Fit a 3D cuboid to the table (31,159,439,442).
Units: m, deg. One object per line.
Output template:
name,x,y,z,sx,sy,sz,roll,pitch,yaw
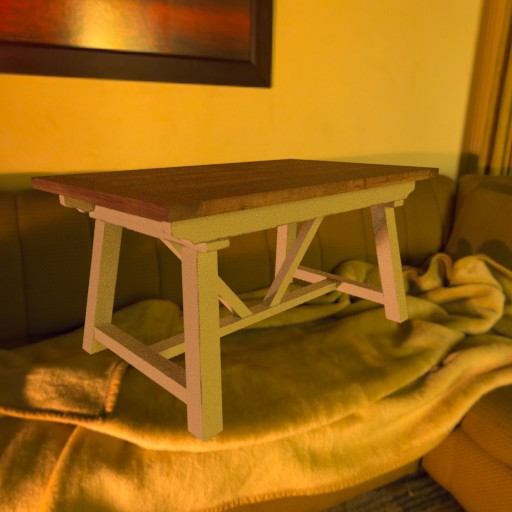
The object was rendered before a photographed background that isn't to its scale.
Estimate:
table,0.000,0.000,1.987,1.503,0.743,0.922,-15,22,-42
